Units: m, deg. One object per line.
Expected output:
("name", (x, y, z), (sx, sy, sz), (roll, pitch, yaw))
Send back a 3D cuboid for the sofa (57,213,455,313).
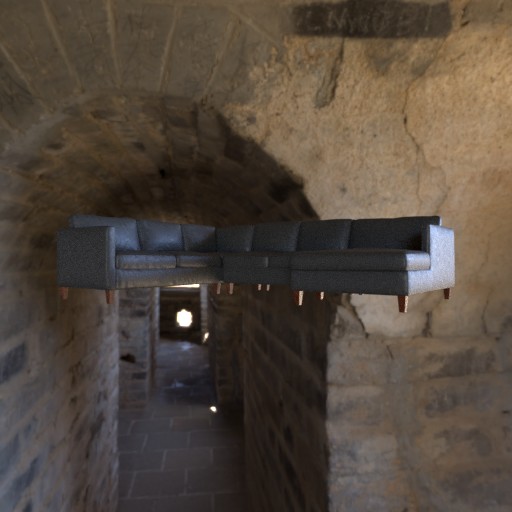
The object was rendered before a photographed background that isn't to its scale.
("sofa", (0.000, 0.000, 4.731), (3.460, 0.923, 2.593), (0, -1, 36))
